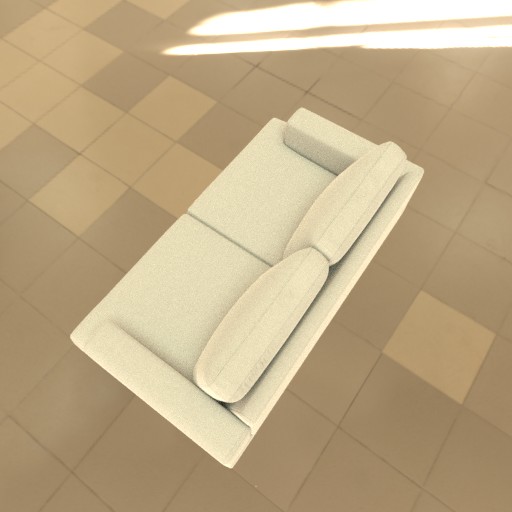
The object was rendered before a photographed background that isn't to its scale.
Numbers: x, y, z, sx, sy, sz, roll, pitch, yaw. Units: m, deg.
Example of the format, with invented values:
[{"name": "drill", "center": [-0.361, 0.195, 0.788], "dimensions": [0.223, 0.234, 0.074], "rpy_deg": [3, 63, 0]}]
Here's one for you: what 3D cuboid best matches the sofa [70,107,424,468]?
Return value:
[{"name": "sofa", "center": [0.000, 0.000, 2.162], "dimensions": [0.920, 0.810, 1.650], "rpy_deg": [32, 67, 16]}]
